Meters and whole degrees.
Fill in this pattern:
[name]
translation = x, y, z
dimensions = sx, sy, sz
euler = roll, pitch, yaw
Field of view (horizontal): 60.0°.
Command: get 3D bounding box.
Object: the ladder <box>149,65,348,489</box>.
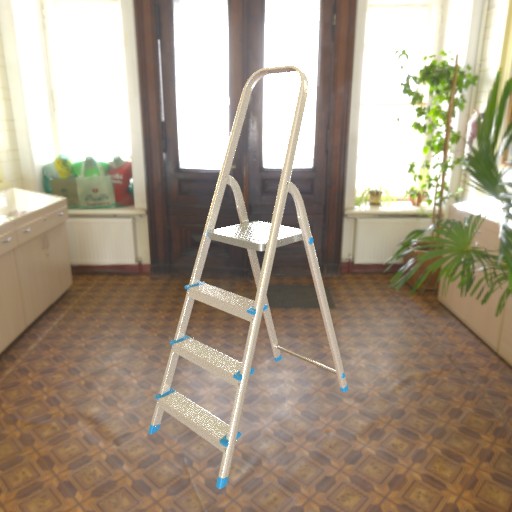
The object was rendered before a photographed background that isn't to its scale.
[ladder]
translation = 0.000, 0.000, 1.786
dimensions = 0.445, 1.434, 0.842
euler = 15, 22, 41
